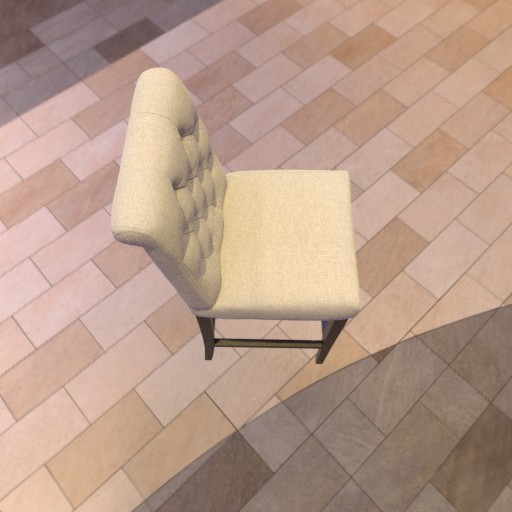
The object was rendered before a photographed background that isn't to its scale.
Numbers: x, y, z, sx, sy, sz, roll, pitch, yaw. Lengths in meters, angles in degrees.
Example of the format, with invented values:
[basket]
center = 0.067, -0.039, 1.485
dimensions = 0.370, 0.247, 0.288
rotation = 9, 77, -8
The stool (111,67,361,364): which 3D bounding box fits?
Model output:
[stool]
center = 0.000, 0.000, 1.474
dimensions = 0.601, 1.140, 0.493
rotation = 1, 64, 0
